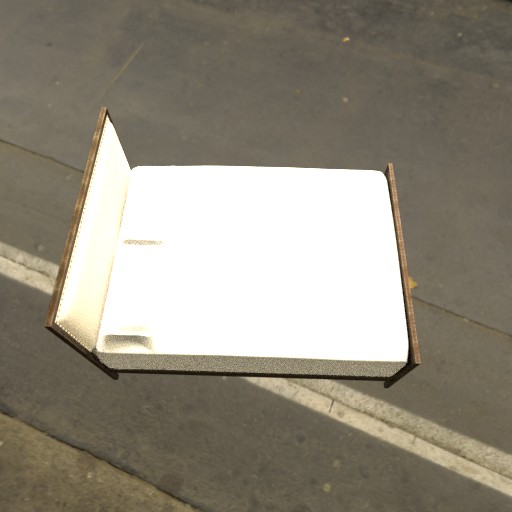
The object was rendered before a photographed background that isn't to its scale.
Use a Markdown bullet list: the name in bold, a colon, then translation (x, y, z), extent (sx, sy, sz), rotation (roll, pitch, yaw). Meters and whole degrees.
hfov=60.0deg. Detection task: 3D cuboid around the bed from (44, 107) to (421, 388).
- **bed**: translation (0.000, 0.000, 3.304), extent (2.221, 1.313, 1.607), rotation (2, 62, 1)
